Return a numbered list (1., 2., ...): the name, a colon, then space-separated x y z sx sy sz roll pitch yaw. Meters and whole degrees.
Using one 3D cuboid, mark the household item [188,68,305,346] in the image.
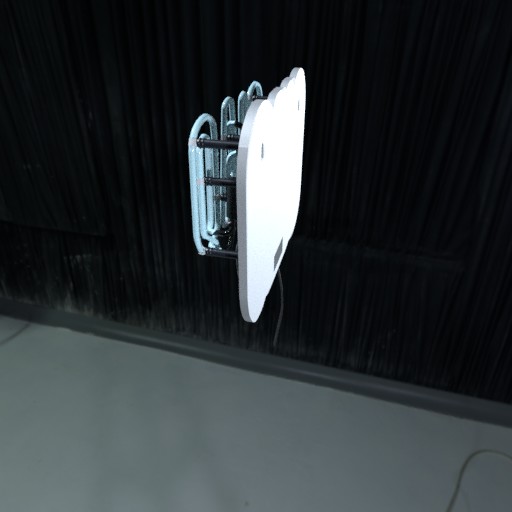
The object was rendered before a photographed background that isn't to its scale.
1. household item: 0.000 0.000 0.394 0.042 0.294 0.211 7 32 12
